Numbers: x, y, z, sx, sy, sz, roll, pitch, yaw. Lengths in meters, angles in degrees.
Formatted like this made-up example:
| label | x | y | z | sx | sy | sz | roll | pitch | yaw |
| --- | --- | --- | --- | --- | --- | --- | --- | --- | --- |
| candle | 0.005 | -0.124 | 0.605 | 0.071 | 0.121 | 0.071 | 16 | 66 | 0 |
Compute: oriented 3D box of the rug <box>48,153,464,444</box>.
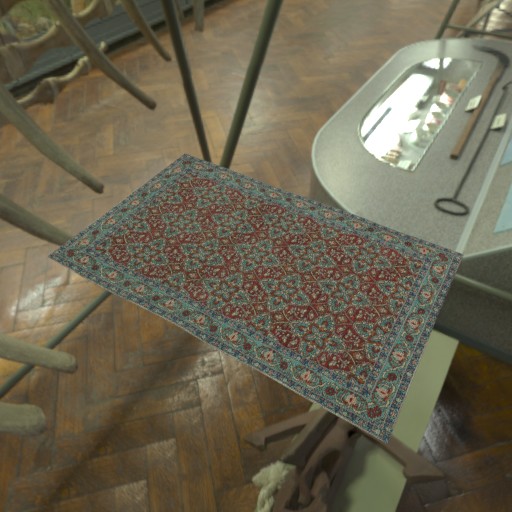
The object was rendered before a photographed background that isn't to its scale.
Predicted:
| label | x | y | z | sx | sy | sz | roll | pitch | yaw |
| --- | --- | --- | --- | --- | --- | --- | --- | --- | --- |
| rug | 0.000 | 0.000 | 3.058 | 2.439 | 0.011 | 1.533 | 24 | 50 | 22 |
